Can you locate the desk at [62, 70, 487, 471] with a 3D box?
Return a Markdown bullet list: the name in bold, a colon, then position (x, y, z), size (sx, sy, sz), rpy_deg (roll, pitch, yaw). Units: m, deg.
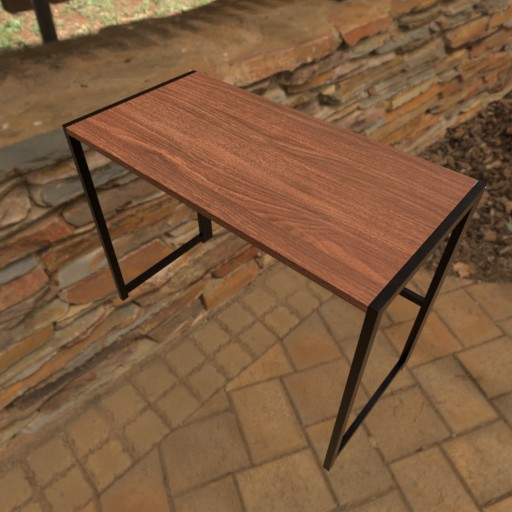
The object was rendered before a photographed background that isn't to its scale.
- **desk**: position (0.000, 0.000, 1.417), size (1.016, 0.762, 0.508), rpy_deg (32, 53, 28)
